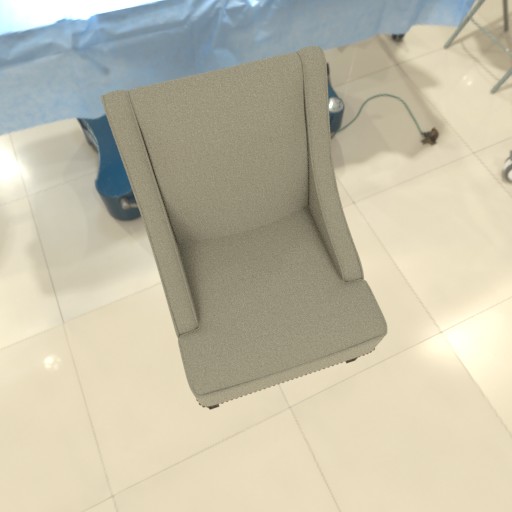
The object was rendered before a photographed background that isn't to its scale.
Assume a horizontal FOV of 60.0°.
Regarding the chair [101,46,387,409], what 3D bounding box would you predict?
[{"bbox_3d":[0.000,0.000,1.397,0.610,0.864,0.737,-16,65,-8],"label":"chair"}]
